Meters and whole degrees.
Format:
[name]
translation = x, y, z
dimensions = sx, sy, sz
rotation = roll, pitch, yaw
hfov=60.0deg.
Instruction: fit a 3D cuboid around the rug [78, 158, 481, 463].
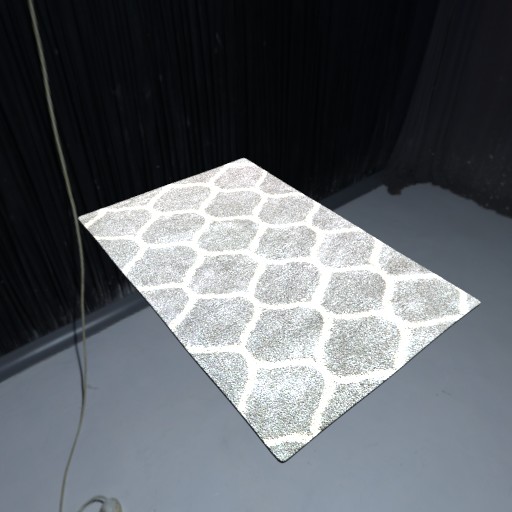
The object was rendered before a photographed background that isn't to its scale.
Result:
[rug]
translation = 0.000, 0.000, 3.418
dimensions = 1.801, 0.026, 2.701
rotation = -26, 46, -28
